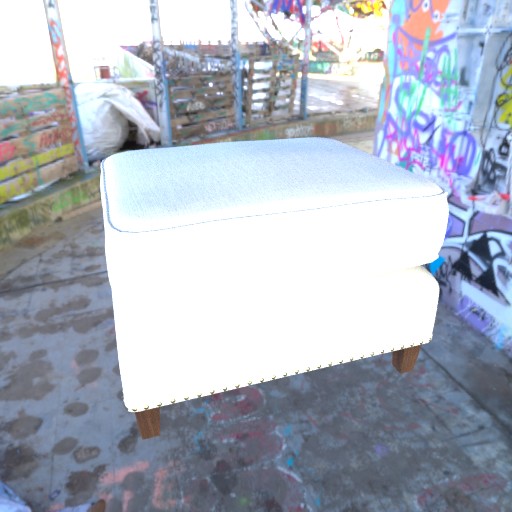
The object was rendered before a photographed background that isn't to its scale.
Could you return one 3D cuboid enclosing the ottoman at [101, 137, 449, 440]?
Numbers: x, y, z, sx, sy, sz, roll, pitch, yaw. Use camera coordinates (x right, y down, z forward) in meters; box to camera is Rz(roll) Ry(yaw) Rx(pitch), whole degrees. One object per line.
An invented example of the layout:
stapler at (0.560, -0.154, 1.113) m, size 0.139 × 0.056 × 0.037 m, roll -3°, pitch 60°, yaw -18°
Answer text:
ottoman at (0.000, 0.000, 1.151) m, size 0.738 × 0.537 × 0.589 m, roll -9°, pitch 28°, yaw -17°
